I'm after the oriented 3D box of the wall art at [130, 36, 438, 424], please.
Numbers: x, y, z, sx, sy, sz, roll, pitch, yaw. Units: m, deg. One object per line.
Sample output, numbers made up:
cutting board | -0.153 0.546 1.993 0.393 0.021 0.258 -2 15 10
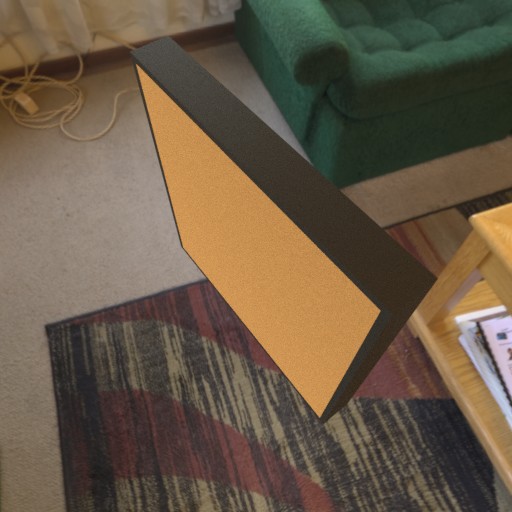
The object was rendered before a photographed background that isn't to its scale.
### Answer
wall art | 0.000 0.000 0.447 0.038 0.304 0.304 -33 64 -19
